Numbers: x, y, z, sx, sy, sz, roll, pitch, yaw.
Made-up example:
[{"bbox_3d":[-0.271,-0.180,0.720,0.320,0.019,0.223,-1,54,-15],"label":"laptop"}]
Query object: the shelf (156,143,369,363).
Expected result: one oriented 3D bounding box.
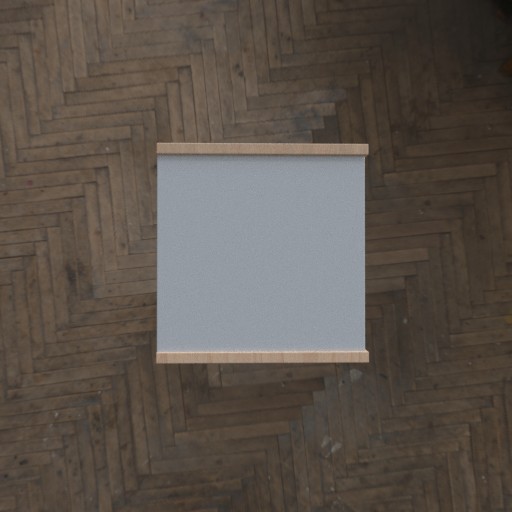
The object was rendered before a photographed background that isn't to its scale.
[{"bbox_3d":[0.000,0.000,1.054,0.290,0.900,0.300,0,89,-1],"label":"shelf"}]
